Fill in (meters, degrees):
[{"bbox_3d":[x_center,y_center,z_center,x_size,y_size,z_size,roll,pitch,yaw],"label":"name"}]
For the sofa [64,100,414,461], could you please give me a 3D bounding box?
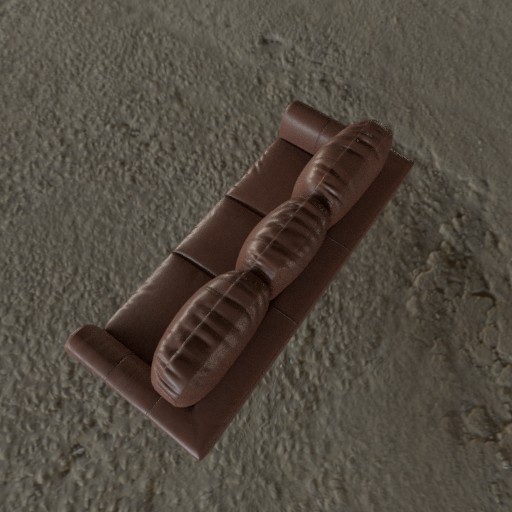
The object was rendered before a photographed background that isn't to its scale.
[{"bbox_3d":[0.000,0.000,2.307,0.802,0.915,1.862,33,68,15],"label":"sofa"}]
